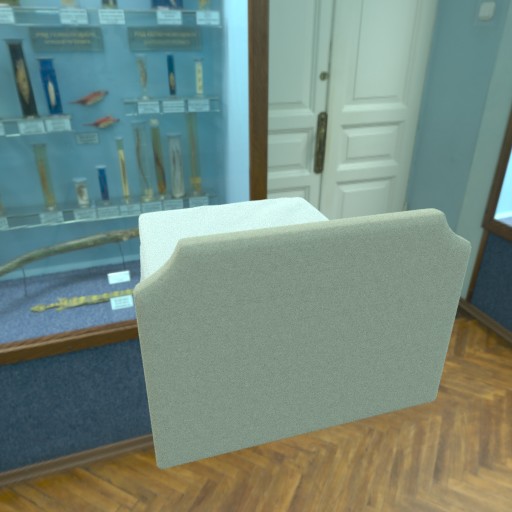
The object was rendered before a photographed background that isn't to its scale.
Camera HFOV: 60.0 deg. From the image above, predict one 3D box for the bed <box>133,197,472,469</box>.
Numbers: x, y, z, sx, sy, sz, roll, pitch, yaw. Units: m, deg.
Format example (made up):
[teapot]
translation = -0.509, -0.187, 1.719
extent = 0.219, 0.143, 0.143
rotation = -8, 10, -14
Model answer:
[bed]
translation = 0.000, 0.000, 3.130
extent = 1.693, 1.290, 2.116
rotation = -8, 28, -15
